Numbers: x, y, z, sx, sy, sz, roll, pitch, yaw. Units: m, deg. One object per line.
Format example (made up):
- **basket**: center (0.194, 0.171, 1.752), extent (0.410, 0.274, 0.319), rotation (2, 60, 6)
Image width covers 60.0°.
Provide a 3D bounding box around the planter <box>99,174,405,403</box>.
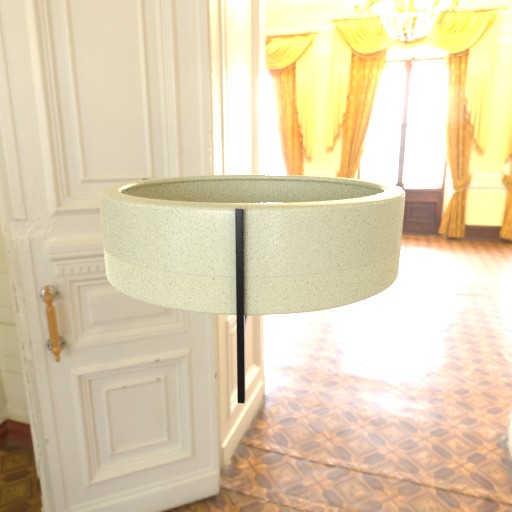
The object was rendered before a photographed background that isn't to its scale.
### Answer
- **planter**: center (0.000, 0.000, 0.534), extent (0.345, 0.171, 0.336), rotation (-7, 16, -26)
